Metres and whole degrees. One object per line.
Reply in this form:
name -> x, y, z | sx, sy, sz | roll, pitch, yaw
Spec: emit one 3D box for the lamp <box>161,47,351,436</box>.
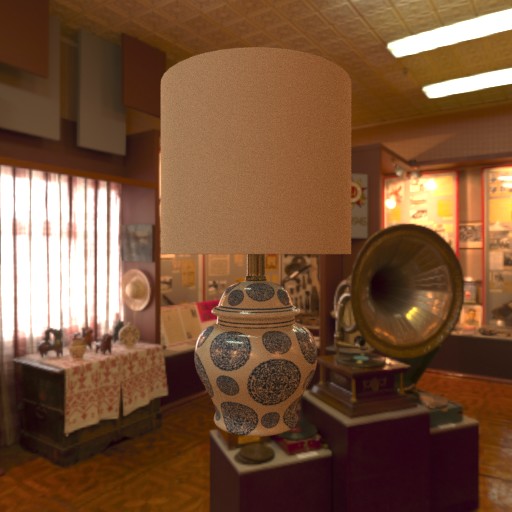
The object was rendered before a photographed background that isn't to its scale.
lamp -> 0.000, 0.000, 0.512 | 0.215, 0.381, 0.215 | 0, 0, 36
